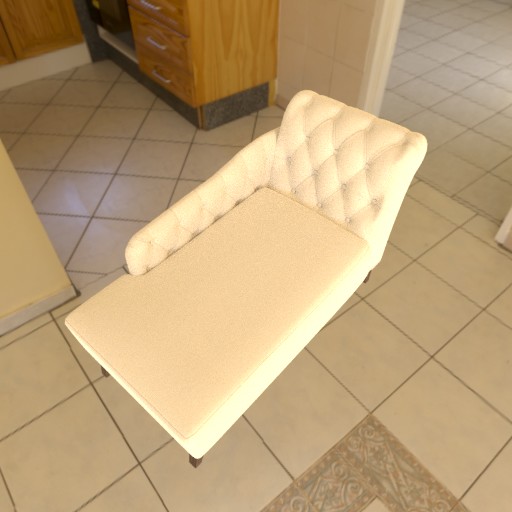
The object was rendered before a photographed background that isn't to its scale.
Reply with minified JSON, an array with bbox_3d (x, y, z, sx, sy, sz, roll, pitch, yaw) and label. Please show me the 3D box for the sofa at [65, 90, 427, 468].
[{"bbox_3d":[0.000,0.000,1.791,0.675,0.787,1.379,33,55,27],"label":"sofa"}]
